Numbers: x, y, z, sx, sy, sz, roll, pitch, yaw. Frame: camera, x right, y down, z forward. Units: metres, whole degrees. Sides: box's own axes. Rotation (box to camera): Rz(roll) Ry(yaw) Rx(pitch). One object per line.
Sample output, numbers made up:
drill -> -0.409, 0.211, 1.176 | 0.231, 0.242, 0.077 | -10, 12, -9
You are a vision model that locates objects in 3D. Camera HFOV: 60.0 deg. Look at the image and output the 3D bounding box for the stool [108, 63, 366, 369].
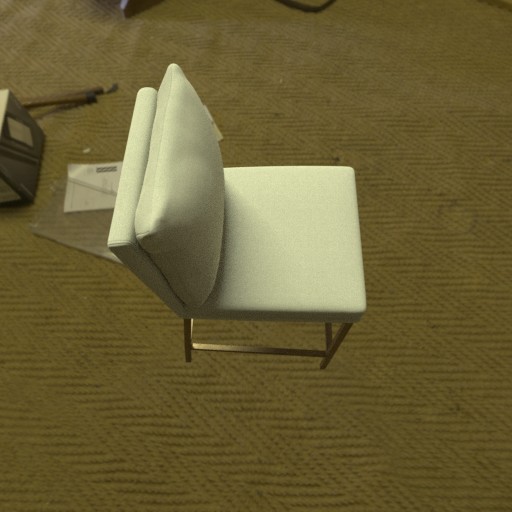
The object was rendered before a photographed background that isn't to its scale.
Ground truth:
stool -> 0.000, 0.000, 1.337 | 0.572, 1.032, 0.463 | 1, 63, 1
